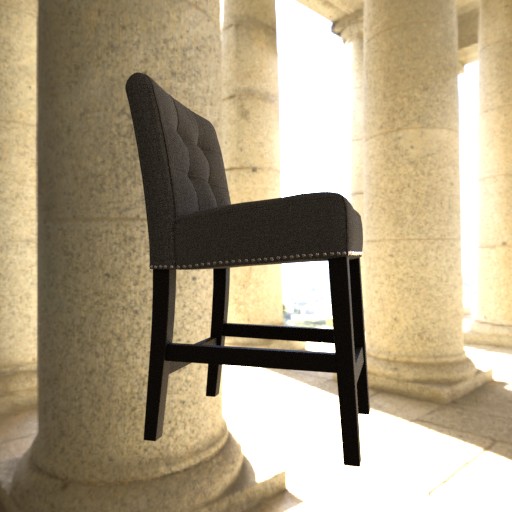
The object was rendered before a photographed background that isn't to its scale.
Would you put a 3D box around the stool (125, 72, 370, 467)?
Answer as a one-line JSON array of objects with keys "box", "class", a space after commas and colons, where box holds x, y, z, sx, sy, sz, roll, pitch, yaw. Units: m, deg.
[{"box": [0.000, 0.000, 1.183, 0.571, 0.885, 0.427, 0, 0, 18], "class": "stool"}]
